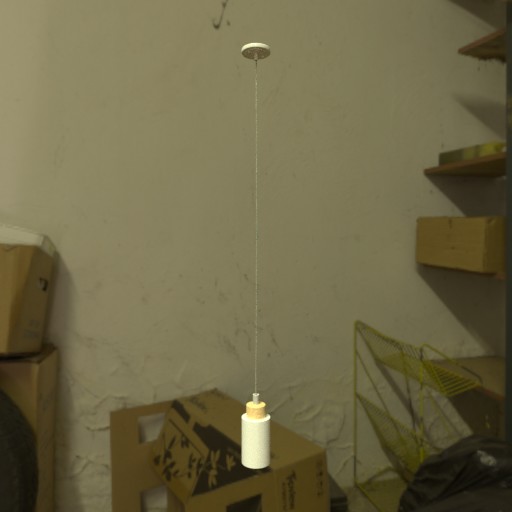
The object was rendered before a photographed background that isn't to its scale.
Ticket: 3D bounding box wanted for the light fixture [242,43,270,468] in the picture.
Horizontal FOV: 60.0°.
[{"bbox_3d":[0.000,0.000,1.935,0.125,1.798,0.125,0,0,-37],"label":"light fixture"}]
